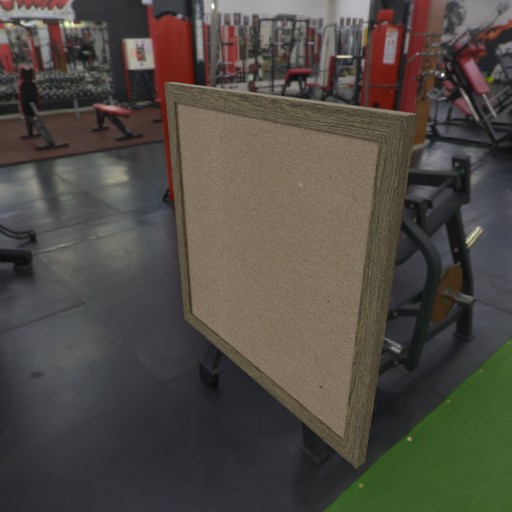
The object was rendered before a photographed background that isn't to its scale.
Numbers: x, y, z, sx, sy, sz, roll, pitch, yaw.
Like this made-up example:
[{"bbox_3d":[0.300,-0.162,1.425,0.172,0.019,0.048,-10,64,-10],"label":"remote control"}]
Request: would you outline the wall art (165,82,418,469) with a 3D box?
[{"bbox_3d":[0.000,0.000,0.736,0.019,0.508,0.508,-19,32,-34],"label":"wall art"}]
